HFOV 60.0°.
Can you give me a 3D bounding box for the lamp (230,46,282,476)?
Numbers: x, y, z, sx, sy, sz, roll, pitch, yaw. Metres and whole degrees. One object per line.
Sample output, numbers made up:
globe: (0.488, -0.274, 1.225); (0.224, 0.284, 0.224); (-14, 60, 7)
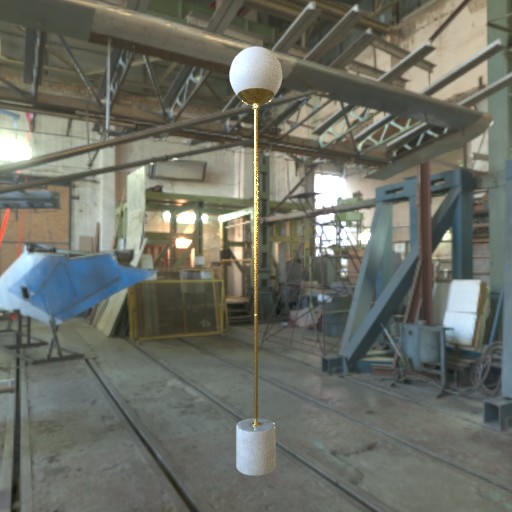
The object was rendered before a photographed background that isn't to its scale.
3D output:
lamp: (0.000, 0.000, 1.861); (0.224, 1.753, 0.224); (0, -1, 17)
